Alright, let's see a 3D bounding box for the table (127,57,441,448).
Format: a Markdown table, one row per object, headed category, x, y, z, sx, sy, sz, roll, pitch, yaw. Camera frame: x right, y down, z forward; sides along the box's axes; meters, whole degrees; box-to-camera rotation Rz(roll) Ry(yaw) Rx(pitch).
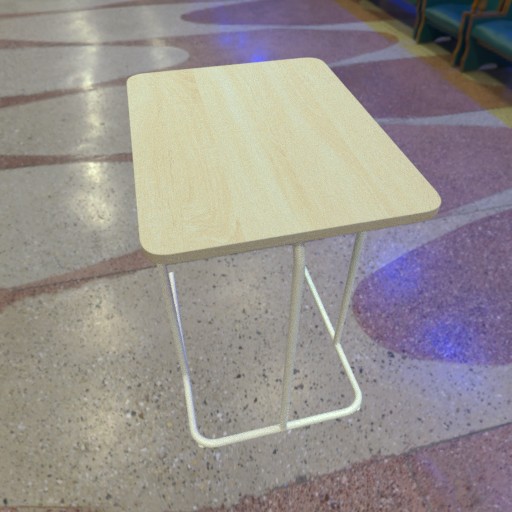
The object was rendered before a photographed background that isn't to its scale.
| category | x | y | z | sx | sy | sz | roll | pitch | yaw |
| --- | --- | --- | --- | --- | --- | --- | --- | --- | --- |
| table | 0.000 | 0.000 | 0.866 | 0.370 | 0.550 | 0.480 | -10 | 46 | -10 |
